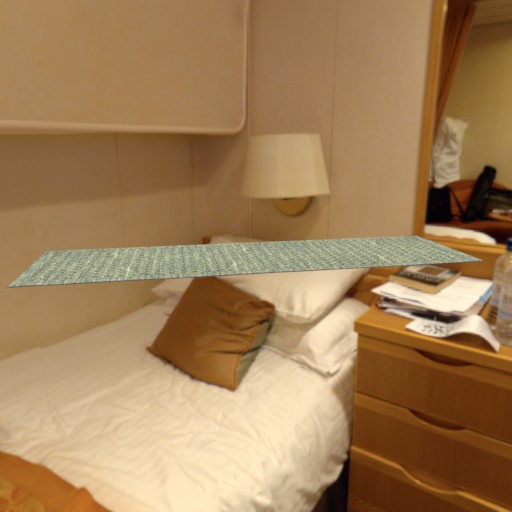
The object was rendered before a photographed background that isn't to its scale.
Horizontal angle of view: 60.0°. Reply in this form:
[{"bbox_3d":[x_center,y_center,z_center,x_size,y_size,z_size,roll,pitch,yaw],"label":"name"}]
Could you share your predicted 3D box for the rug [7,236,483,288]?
[{"bbox_3d":[0.000,0.000,2.569,2.443,0.008,0.688,-3,15,-10],"label":"rug"}]
